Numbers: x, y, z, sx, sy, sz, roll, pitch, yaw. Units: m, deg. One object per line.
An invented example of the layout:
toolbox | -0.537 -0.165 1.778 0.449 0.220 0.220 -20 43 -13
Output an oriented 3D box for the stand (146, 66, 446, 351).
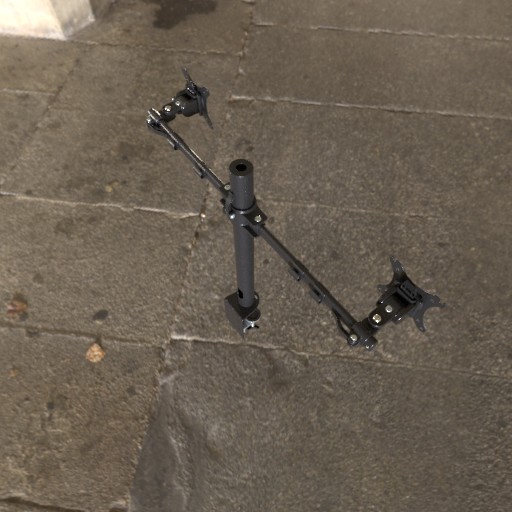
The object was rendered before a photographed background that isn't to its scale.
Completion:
stand | 0.000 0.000 1.007 0.150 0.603 0.743 -33 63 -19
